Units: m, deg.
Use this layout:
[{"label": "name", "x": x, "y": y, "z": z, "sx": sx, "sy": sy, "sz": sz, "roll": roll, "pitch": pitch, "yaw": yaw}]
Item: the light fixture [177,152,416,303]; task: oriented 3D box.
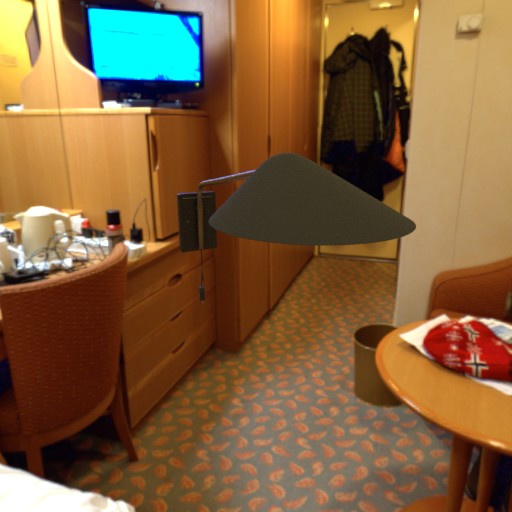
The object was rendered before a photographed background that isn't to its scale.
[{"label": "light fixture", "x": 0.000, "y": 0.000, "z": 0.668, "sx": 0.240, "sy": 0.312, "sz": 0.516, "roll": -8, "pitch": 18, "yaw": -26}]
